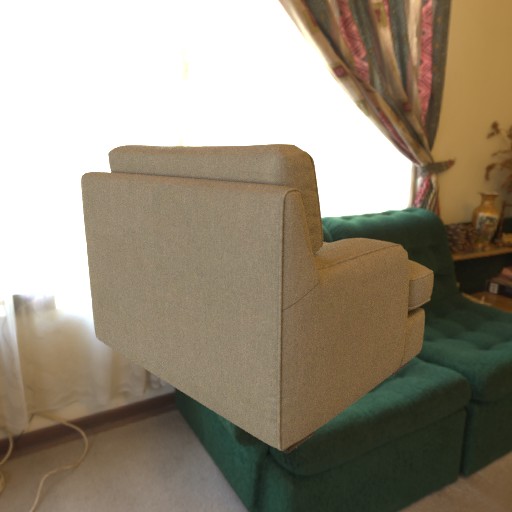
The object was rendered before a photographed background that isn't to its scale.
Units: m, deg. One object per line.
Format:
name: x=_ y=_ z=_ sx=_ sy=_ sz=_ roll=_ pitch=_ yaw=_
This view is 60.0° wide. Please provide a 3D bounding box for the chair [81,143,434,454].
chair: x=0.000 y=0.000 z=1.996 sx=1.270 sy=0.974 sz=1.043 roll=13 pitch=19 yaw=43
